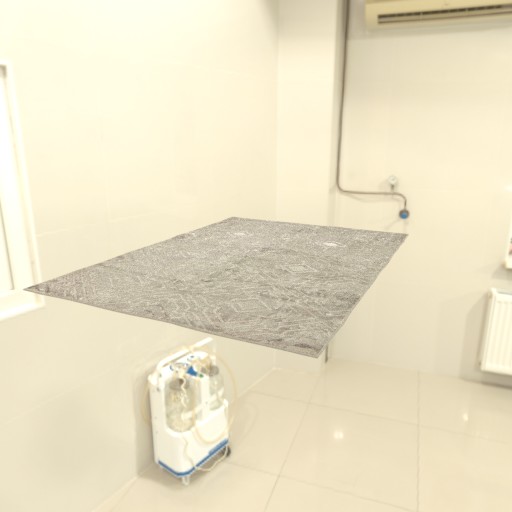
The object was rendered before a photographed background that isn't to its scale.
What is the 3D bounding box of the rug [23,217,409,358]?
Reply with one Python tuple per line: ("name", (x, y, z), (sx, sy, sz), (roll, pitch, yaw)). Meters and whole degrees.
("rug", (0.000, 0.000, 4.410), (2.448, 0.020, 3.359), (8, 18, 25))
